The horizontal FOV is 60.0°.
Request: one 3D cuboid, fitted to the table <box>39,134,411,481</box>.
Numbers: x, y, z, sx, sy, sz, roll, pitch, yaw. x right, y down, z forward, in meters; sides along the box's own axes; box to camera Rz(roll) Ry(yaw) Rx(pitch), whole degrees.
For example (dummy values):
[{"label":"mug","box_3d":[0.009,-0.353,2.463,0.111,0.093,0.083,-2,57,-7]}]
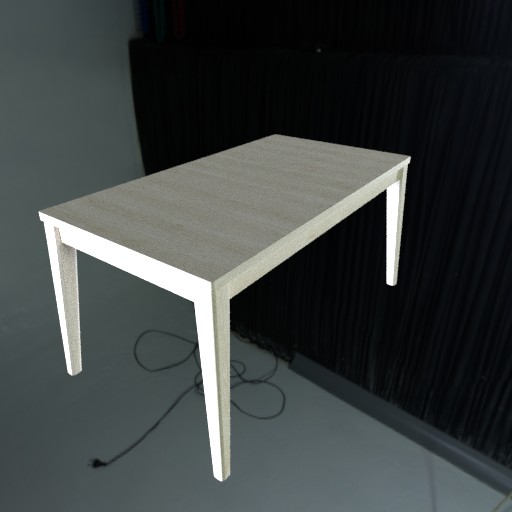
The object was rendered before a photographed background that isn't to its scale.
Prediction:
[{"label":"table","box_3d":[0.000,0.000,2.117,0.900,0.760,1.600,19,33,32]}]
